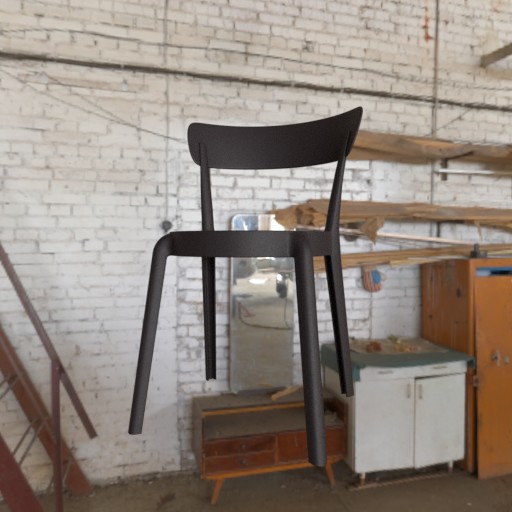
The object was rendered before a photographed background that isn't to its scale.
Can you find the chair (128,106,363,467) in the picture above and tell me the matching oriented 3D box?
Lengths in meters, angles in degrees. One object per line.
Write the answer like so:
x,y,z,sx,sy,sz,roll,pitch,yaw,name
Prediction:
0.000,0.000,1.134,0.506,0.790,0.491,1,2,19,chair
